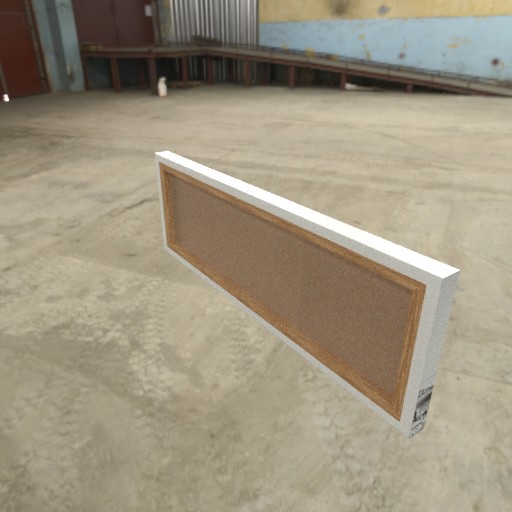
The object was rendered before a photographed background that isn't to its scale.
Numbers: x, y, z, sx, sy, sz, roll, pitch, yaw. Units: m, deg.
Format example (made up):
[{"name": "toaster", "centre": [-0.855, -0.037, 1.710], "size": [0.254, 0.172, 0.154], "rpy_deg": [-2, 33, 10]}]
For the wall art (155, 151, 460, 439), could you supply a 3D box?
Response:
[{"name": "wall art", "centre": [0.000, 0.000, 0.847], "size": [0.036, 0.256, 0.766], "rpy_deg": [-18, 31, -32]}]
